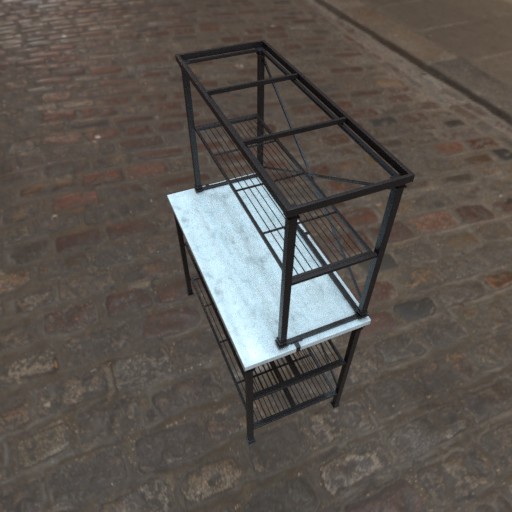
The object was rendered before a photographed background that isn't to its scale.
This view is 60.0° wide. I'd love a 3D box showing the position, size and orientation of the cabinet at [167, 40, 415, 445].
[{"bbox_3d":[0.000,0.000,2.300,0.610,1.659,1.210,-17,49,-16],"label":"cabinet"}]
